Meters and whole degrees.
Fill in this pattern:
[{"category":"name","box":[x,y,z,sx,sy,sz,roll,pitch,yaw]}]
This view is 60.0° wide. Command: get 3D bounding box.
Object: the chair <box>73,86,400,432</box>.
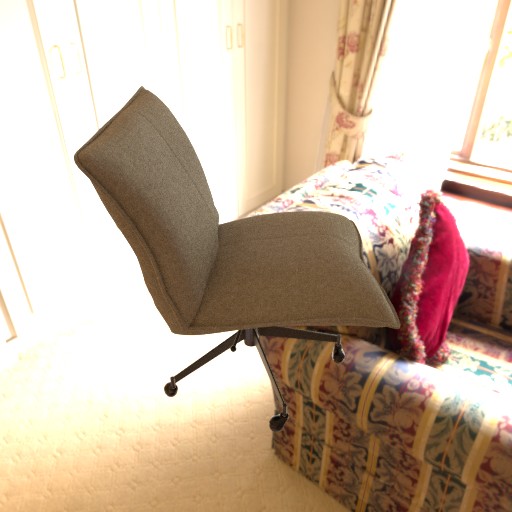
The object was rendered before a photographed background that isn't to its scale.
[{"category":"chair","box":[0.000,0.000,1.258,0.696,0.811,0.597,0,32,0]}]
